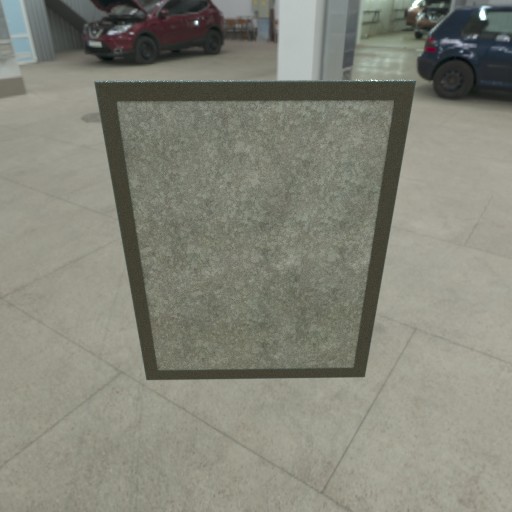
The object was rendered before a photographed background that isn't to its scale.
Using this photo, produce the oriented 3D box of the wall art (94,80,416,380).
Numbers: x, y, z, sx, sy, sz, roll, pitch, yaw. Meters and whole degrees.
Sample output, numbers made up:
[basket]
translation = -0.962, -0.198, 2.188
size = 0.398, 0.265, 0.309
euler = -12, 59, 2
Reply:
[wall art]
translation = 0.000, 0.000, 1.318
size = 0.767, 0.983, 0.030
euler = -1, 31, -1
